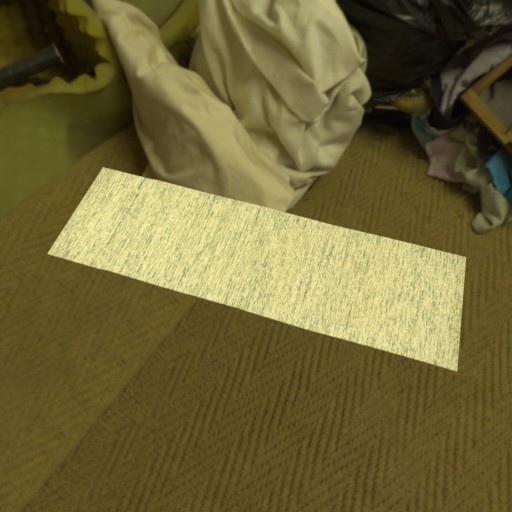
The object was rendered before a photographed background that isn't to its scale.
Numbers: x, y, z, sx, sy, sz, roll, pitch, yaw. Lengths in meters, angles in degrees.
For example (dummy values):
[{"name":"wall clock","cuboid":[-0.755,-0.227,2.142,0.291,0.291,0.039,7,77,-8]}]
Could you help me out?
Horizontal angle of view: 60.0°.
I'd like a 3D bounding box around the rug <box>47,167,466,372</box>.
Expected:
[{"name":"rug","cuboid":[0.000,0.000,2.530,2.290,0.014,0.700,15,60,9]}]
